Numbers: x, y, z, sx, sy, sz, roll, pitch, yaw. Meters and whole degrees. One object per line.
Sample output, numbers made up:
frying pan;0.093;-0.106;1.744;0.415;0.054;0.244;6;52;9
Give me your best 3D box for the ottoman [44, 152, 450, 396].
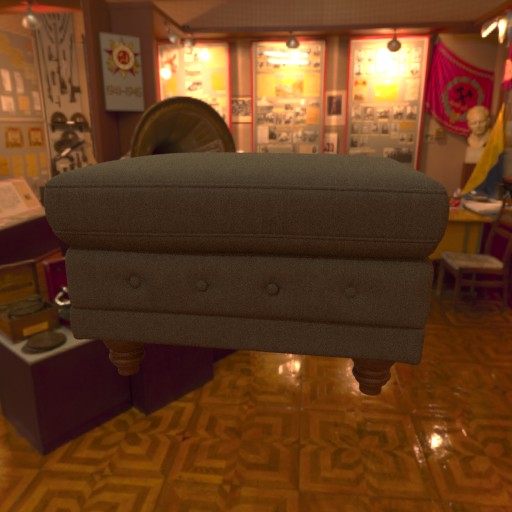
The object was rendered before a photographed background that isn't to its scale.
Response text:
ottoman;0.000;0.000;1.116;0.771;0.500;0.569;2;16;8
